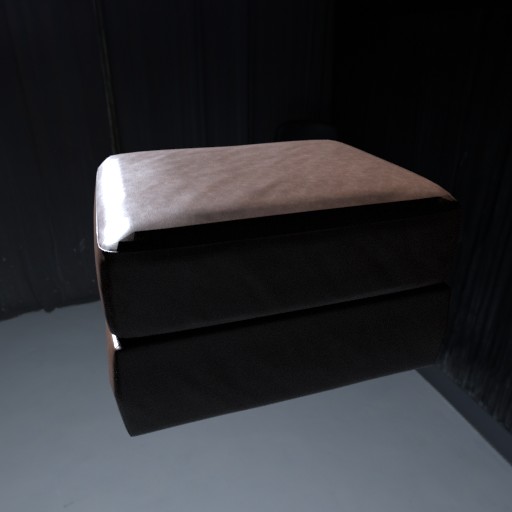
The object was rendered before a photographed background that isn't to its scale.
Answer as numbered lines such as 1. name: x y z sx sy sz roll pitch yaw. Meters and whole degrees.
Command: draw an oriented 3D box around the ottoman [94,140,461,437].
1. ottoman: 0.000 0.000 1.114 0.751 0.476 0.603 -8 27 -16
